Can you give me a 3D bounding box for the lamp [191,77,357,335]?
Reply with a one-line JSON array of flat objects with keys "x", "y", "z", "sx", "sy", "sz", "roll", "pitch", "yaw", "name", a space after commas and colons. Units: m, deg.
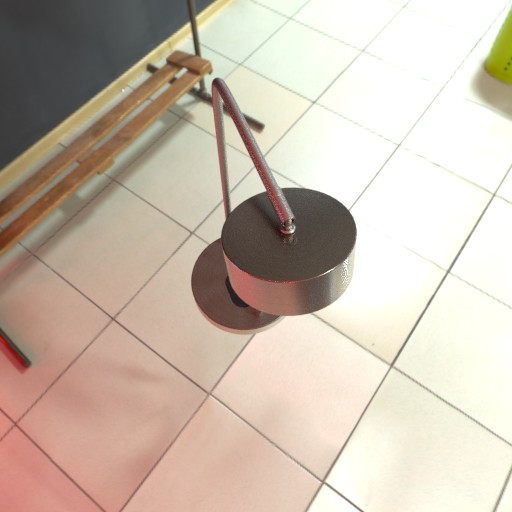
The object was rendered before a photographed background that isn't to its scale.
[{"x": 0.000, "y": 0.000, "z": 0.663, "sx": 0.211, "sy": 0.469, "sz": 0.334, "roll": -19, "pitch": 64, "yaw": -9, "name": "lamp"}]
